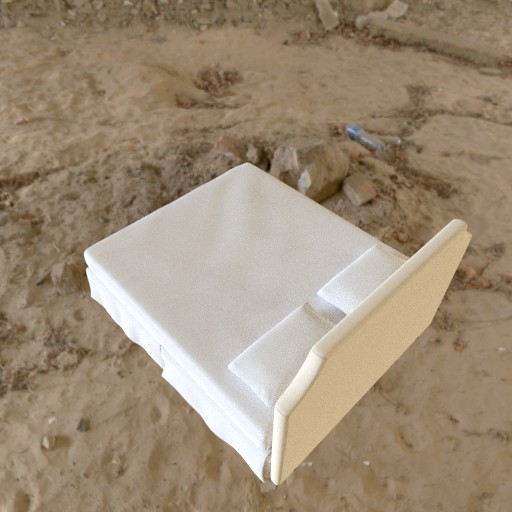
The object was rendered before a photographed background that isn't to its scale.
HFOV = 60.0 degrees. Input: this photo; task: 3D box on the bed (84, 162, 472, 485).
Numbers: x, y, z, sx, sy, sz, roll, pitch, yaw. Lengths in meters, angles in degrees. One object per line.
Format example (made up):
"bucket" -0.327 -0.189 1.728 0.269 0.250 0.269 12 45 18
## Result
"bed" 0.000 0.000 4.085 2.350 1.590 2.773 -35 55 -29
